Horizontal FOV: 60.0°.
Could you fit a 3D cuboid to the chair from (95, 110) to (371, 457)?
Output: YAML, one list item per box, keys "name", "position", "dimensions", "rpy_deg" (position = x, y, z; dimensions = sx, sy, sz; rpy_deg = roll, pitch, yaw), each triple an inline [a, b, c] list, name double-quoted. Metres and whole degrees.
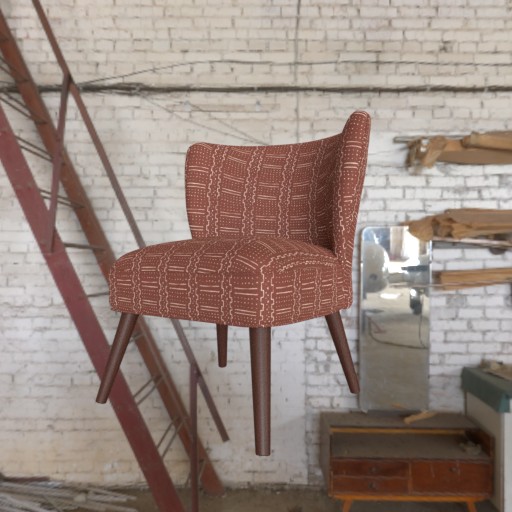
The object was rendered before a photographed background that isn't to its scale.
- name: "chair"
  position: [0.000, 0.000, 1.415]
  dimensions: [0.706, 0.866, 0.758]
  rpy_deg: [0, 0, 36]
